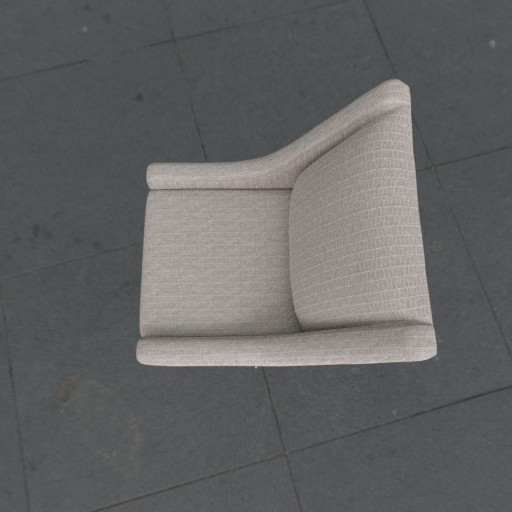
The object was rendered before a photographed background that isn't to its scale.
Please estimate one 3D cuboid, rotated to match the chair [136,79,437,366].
[{"bbox_3d":[0.000,0.000,1.604,0.870,1.014,0.774,0,76,0],"label":"chair"}]
